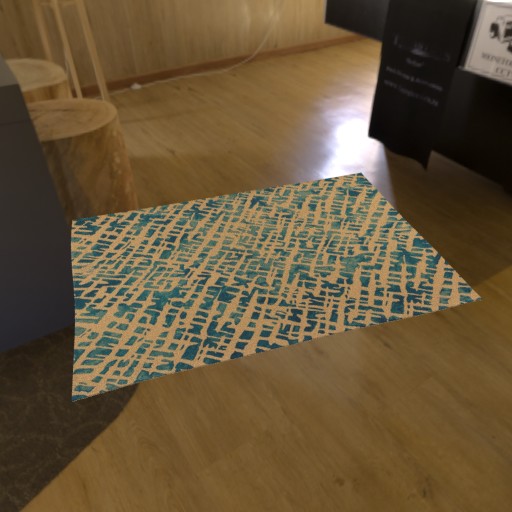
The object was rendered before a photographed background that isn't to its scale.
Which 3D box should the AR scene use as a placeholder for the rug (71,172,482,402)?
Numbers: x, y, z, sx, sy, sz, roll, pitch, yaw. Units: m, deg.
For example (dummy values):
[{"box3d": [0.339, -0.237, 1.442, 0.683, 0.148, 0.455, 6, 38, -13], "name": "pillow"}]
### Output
[{"box3d": [0.000, 0.000, 2.294, 1.830, 0.011, 1.209, -11, 42, -13], "name": "rug"}]
